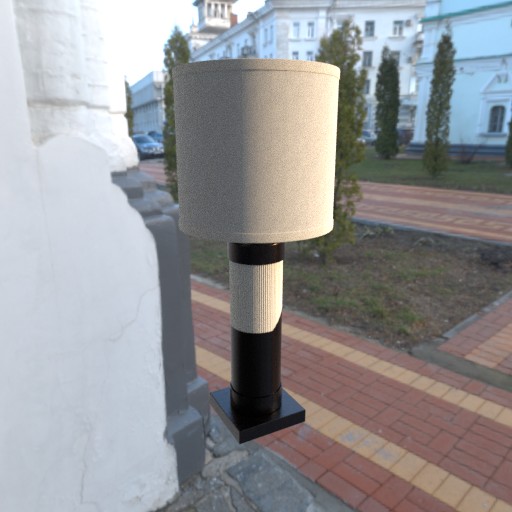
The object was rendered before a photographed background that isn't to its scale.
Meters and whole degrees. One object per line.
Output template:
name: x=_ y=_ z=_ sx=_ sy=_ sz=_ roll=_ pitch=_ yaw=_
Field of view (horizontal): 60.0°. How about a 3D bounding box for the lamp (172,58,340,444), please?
lamp: x=0.000 y=0.000 z=0.627 sx=0.211 sy=0.509 sz=0.211 roll=-8 pitch=17 yaw=-27
